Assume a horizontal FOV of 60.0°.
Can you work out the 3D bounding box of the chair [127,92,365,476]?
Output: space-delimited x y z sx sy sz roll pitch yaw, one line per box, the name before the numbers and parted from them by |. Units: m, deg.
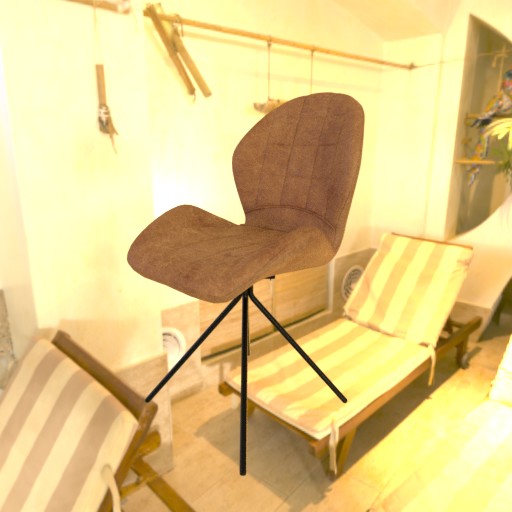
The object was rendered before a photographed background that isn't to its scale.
chair | 0.000 0.000 1.285 0.640 0.929 0.527 -15 21 -43
